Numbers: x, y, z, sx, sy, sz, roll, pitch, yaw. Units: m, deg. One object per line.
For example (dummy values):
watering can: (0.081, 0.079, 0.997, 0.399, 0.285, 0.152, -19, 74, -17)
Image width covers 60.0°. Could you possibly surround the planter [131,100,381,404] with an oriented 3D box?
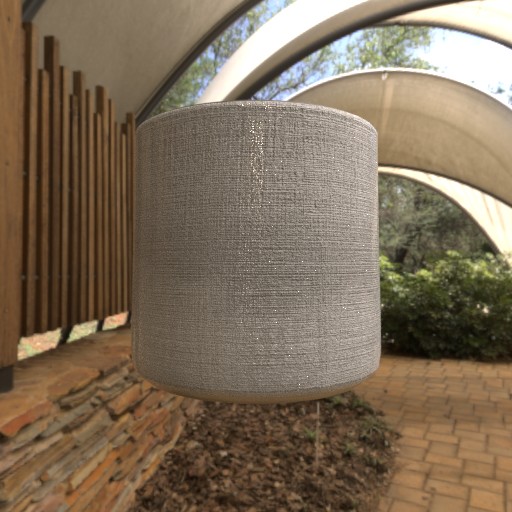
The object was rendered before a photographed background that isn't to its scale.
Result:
planter: (0.000, 0.000, 0.296, 0.160, 0.156, 0.160, 0, -1, 0)
